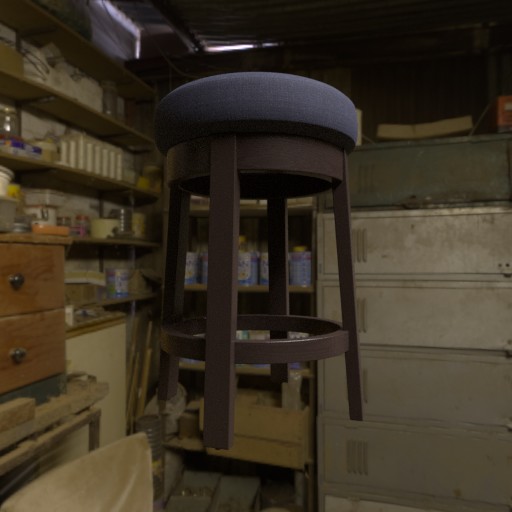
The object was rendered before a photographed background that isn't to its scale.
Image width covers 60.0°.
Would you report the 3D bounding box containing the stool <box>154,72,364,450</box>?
[{"bbox_3d":[0.000,0.000,0.953,0.449,0.655,0.449,0,-1,0],"label":"stool"}]
